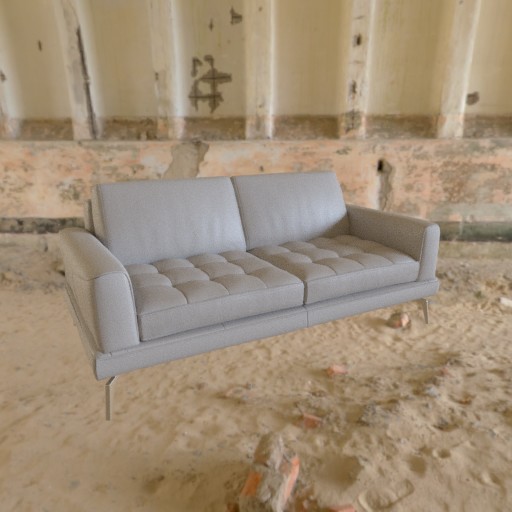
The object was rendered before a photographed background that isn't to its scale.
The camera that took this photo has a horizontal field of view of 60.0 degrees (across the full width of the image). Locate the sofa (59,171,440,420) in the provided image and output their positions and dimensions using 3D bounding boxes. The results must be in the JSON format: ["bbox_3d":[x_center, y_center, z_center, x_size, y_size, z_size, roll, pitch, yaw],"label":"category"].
[{"bbox_3d":[0.000,0.000,2.757,2.177,0.930,1.121,-9,18,-27],"label":"sofa"}]
